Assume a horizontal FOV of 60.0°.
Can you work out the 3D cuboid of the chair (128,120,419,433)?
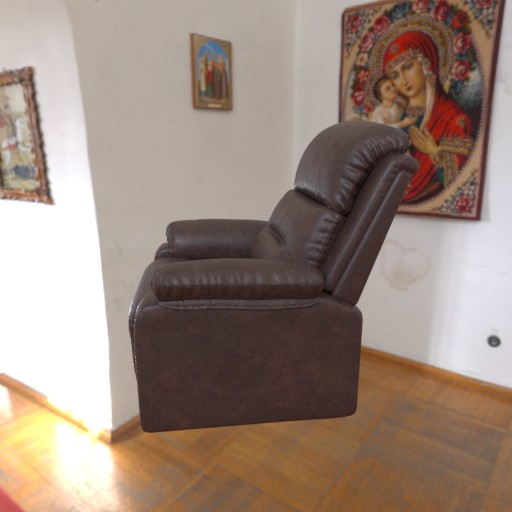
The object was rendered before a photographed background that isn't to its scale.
[{"bbox_3d":[0.000,0.000,1.694,0.919,0.992,0.855,-2,15,-7],"label":"chair"}]
